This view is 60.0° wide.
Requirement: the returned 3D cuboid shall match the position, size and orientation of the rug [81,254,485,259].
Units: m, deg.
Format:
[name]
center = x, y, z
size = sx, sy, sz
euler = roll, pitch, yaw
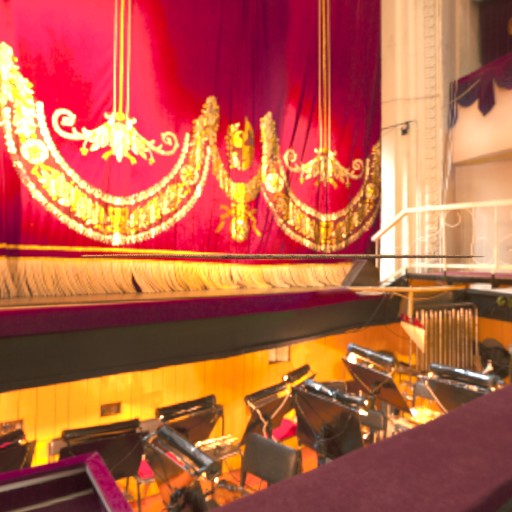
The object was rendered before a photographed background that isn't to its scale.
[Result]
[rug]
center = 0.000, 0.000, 4.882
size = 2.892, 0.036, 3.585
euler = 0, 0, -35
